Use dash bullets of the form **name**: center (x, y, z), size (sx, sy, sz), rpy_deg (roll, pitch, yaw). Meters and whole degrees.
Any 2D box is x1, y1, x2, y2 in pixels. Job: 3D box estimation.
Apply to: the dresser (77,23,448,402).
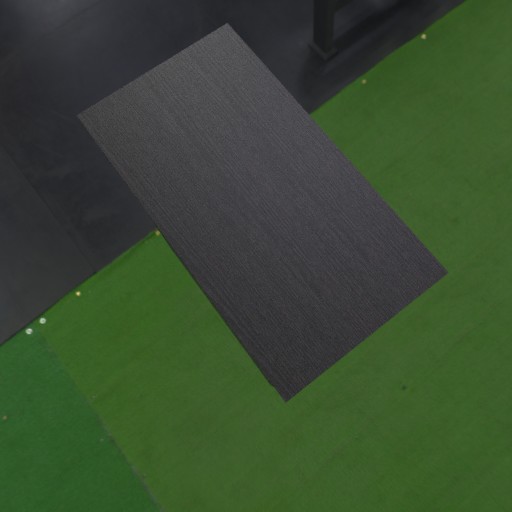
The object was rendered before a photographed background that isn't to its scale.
- **dresser**: center (0.000, 0.000, 1.364), size (0.399, 1.020, 0.704), rpy_deg (-36, 78, -9)
